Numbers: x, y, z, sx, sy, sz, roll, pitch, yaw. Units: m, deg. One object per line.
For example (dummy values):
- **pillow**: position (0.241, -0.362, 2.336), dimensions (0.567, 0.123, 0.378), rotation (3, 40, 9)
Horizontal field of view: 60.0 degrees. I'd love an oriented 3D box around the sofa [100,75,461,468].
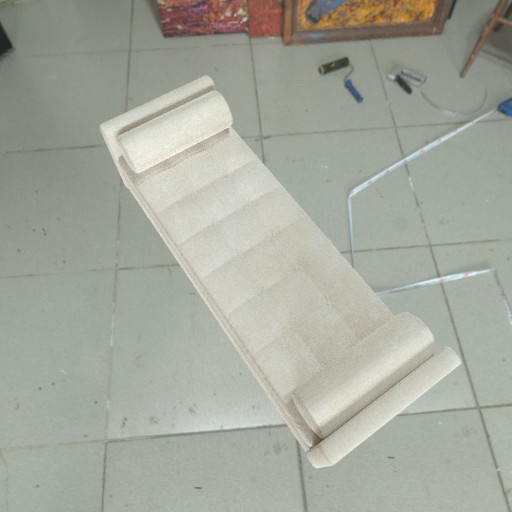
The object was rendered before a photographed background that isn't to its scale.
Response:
- **sofa**: position (0.000, 0.000, 2.332), dimensions (0.686, 0.635, 1.981), rotation (-31, 67, -15)
